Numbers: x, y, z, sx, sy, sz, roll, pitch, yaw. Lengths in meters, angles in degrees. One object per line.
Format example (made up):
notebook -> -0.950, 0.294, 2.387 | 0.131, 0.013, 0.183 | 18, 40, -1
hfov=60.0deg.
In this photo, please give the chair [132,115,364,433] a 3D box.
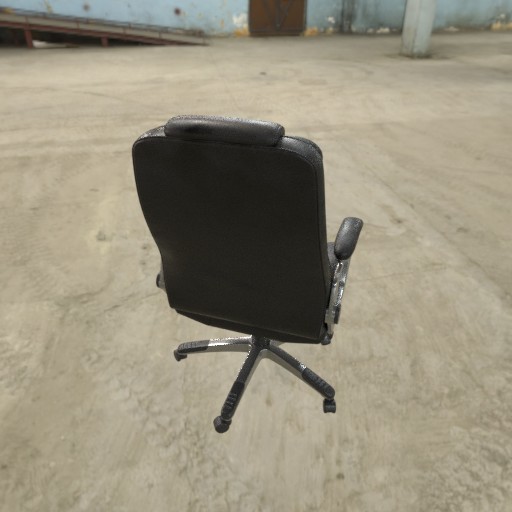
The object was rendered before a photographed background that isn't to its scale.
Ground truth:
chair -> 0.000, 0.000, 1.539 | 0.697, 1.075, 0.689 | 10, 32, 16
